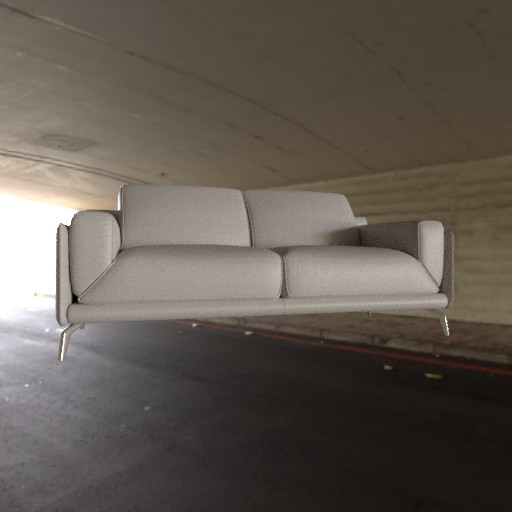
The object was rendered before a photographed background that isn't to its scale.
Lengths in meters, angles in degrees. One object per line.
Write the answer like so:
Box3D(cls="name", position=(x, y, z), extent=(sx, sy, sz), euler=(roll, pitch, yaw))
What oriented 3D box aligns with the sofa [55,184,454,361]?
Box3D(cls="sofa", position=(0.000, 0.000, 2.645), extent=(2.101, 0.930, 1.049), euler=(0, 0, -17))
